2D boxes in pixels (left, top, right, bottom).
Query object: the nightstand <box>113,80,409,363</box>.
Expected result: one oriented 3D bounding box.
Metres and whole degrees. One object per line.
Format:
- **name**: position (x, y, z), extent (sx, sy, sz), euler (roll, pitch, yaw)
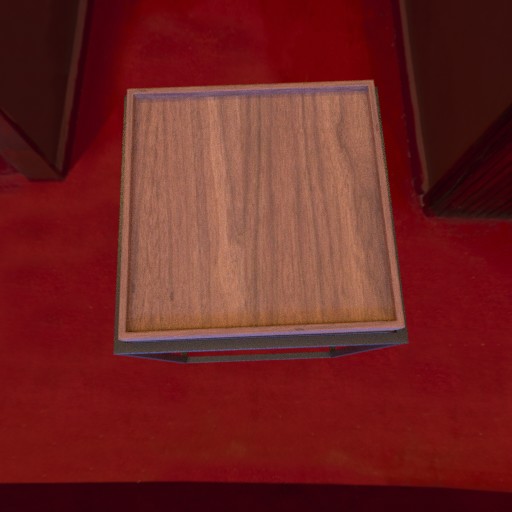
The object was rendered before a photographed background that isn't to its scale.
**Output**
- **nightstand**: position (0.000, 0.000, 0.900), extent (0.397, 0.607, 0.397), euler (-2, 75, -1)
